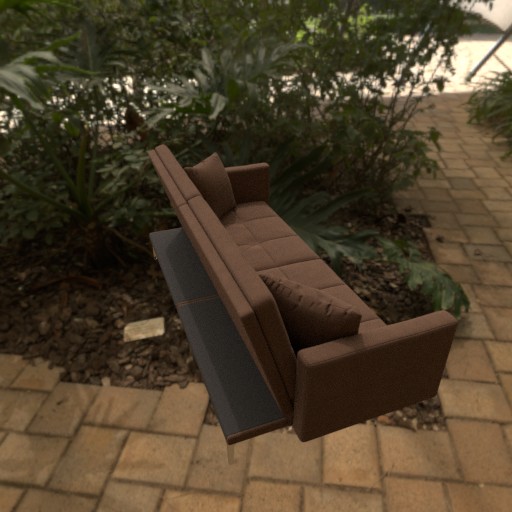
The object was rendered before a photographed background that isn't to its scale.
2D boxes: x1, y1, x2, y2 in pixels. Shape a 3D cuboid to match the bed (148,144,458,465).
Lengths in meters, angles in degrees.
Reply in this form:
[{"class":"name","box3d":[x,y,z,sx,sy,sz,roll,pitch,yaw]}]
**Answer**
[{"class":"bed","box3d":[0.000,0.000,2.336,0.889,0.787,1.905,-11,33,-18]}]
